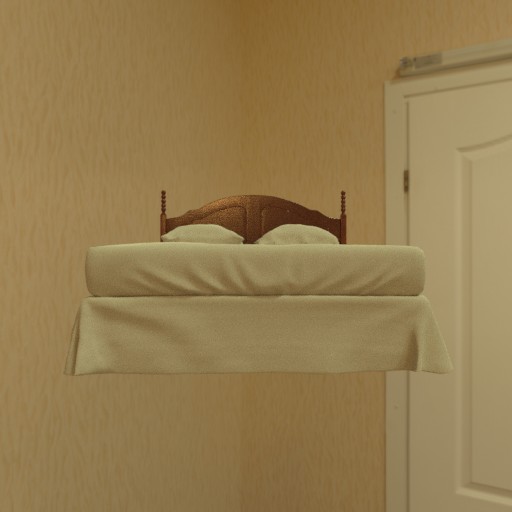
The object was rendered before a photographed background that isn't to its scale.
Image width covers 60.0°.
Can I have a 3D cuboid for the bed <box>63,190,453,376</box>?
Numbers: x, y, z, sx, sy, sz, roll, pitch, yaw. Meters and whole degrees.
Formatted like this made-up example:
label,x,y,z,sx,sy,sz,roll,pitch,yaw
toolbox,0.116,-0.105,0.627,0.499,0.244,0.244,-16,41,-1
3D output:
label,x,y,z,sx,sy,sz,roll,pitch,yaw
bed,0.000,0.000,3.515,2.322,1.355,2.219,0,0,-1
